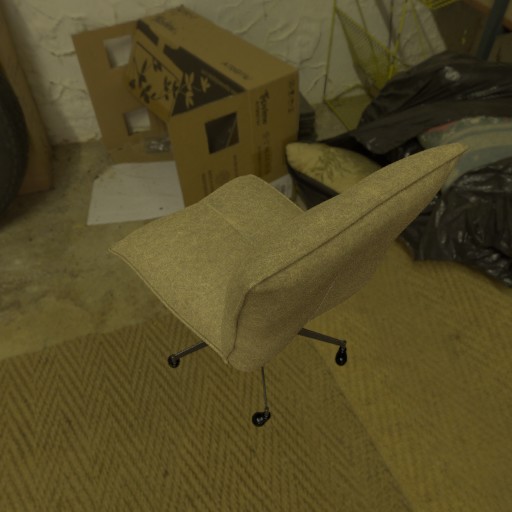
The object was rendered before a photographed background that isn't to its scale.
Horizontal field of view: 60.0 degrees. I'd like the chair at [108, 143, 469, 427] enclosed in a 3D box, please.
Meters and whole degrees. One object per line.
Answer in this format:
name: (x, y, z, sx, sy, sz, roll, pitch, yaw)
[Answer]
chair: (0.000, 0.000, 1.238, 0.597, 0.811, 0.696, -32, 54, -26)
